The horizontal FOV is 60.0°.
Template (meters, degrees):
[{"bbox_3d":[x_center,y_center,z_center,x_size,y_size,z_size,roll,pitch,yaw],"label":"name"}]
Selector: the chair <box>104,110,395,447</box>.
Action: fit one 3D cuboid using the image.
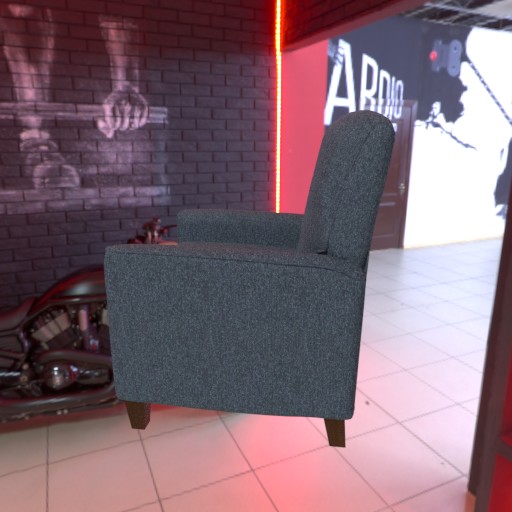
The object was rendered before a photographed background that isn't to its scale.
[{"bbox_3d":[0.000,0.000,1.646,0.850,1.016,0.839,2,14,8],"label":"chair"}]
